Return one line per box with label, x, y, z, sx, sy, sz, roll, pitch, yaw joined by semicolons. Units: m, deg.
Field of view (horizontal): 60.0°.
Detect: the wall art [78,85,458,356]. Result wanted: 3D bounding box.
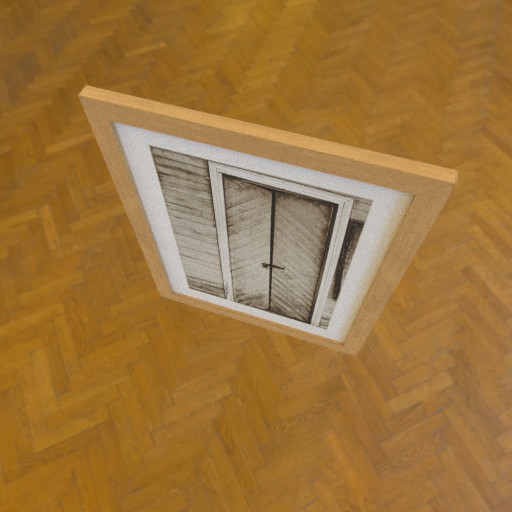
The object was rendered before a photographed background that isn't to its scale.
wall art;0.000;0.000;0.757;0.460;0.561;0.020;16;60;9
